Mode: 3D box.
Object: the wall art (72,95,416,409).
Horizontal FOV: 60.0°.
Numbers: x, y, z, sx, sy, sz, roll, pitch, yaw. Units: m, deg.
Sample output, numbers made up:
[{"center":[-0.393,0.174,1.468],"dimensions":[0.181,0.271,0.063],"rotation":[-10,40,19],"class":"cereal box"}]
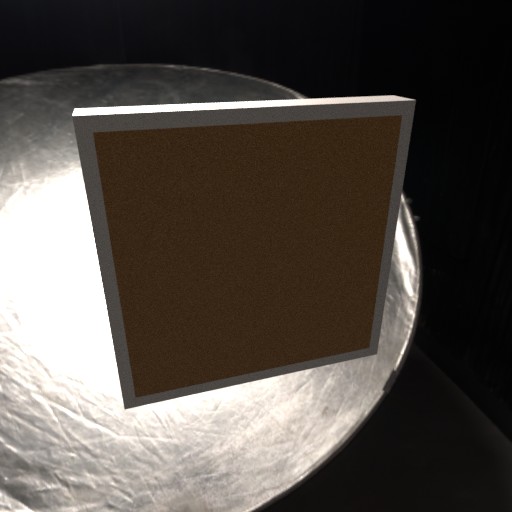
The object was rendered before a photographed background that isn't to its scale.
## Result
[{"center":[0.000,0.000,0.461],"dimensions":[0.305,0.302,0.038],"rotation":[-8,28,-16],"class":"wall art"}]
